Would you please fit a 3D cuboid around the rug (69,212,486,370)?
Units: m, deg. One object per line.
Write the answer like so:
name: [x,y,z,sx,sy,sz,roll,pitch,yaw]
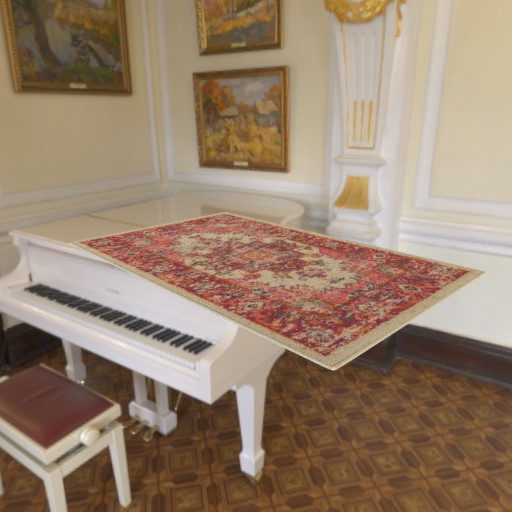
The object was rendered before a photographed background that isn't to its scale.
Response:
rug: [0.000,0.000,1.073,0.556,0.004,0.868,-17,24,-42]
